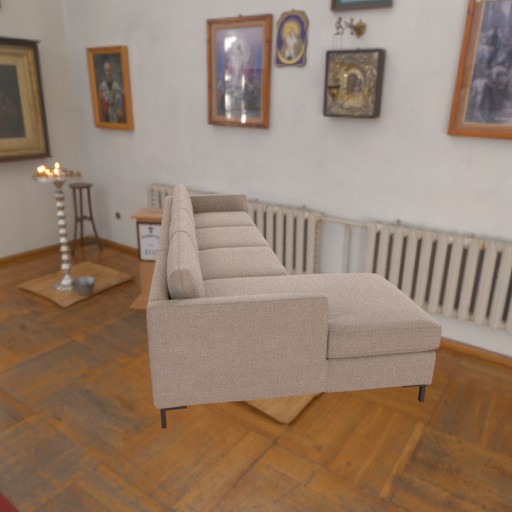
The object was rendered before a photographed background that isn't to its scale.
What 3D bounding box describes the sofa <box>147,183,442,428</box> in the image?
[{"bbox_3d":[0.000,0.000,3.499,1.469,0.816,2.923,-3,18,-9],"label":"sofa"}]
